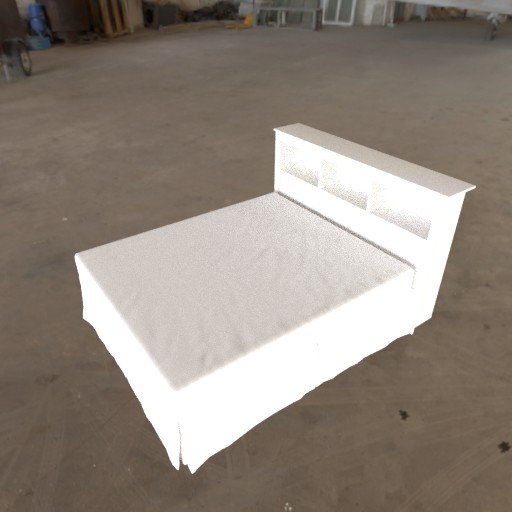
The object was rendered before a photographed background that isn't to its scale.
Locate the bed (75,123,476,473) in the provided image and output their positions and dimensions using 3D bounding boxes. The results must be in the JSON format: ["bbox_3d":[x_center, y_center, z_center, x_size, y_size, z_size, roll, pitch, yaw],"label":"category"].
[{"bbox_3d":[0.000,0.000,3.064,2.133,1.092,1.671,-21,38,-30],"label":"bed"}]
